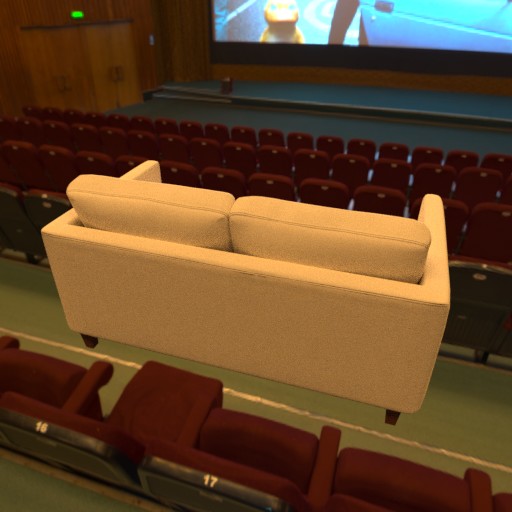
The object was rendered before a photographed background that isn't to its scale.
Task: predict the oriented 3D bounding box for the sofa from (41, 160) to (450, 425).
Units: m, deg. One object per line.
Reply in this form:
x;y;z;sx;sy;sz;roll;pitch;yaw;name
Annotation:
0.000;0.000;2.206;1.702;0.888;0.964;10;33;15;sofa
